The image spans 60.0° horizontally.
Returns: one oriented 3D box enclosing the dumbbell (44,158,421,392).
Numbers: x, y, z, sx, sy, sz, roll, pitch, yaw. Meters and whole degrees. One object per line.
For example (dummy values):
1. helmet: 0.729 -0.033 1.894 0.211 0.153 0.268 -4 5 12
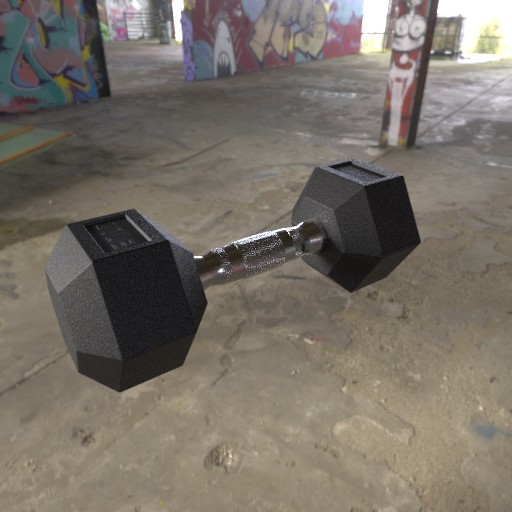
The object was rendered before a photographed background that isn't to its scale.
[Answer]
1. dumbbell: 0.000 0.000 0.353 0.297 0.101 0.116 -18 34 -29
